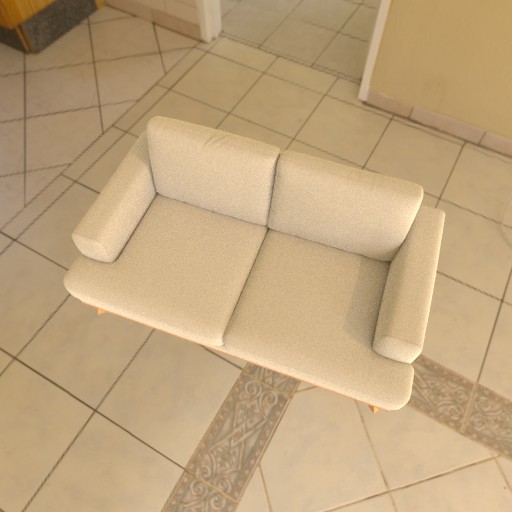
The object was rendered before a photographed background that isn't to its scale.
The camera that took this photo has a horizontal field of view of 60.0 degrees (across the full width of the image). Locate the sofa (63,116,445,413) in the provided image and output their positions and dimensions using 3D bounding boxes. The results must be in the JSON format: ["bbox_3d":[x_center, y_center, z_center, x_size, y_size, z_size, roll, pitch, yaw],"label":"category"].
[{"bbox_3d":[0.000,0.000,2.144,1.651,0.810,0.915,17,61,10],"label":"sofa"}]
